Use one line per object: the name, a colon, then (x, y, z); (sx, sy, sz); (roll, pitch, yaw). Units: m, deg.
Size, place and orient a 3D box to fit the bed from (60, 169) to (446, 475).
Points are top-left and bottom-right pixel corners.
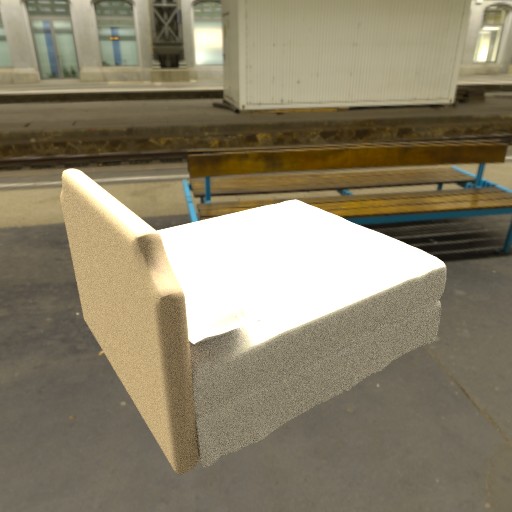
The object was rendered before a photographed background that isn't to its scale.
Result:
bed: (0.000, 0.000, 3.757); (2.548, 1.524, 2.134); (-17, 30, -31)
